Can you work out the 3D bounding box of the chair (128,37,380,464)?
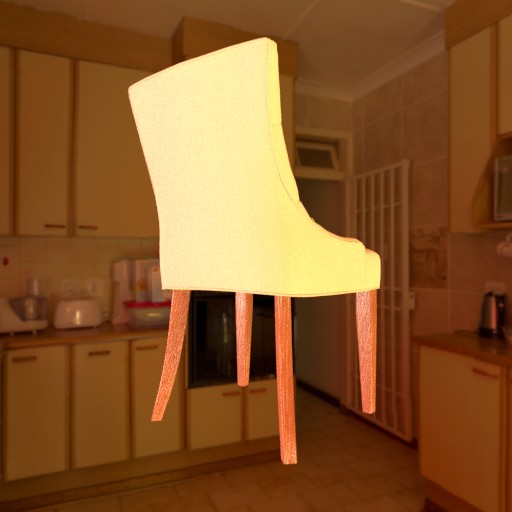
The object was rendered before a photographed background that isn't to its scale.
[{"bbox_3d":[0.000,0.000,1.196,0.509,0.874,0.565,0,-1,37],"label":"chair"}]
